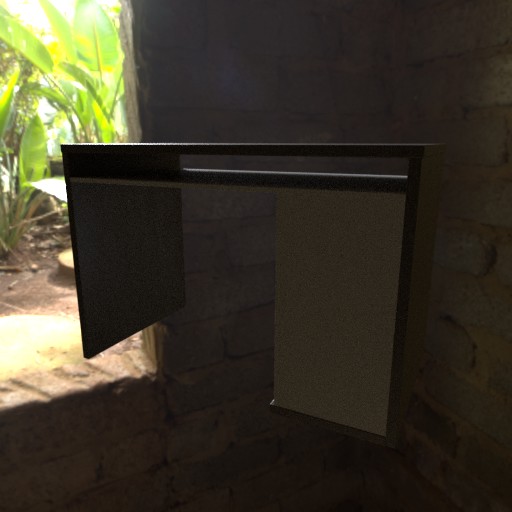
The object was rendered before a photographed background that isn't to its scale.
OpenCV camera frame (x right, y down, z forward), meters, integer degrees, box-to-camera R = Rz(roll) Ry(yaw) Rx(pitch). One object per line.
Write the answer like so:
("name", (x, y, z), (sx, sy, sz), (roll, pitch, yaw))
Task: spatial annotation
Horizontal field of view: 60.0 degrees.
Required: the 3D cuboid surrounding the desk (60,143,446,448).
("desk", (0.000, 0.000, 1.529), (1.100, 0.750, 0.600), (7, 16, 26))
